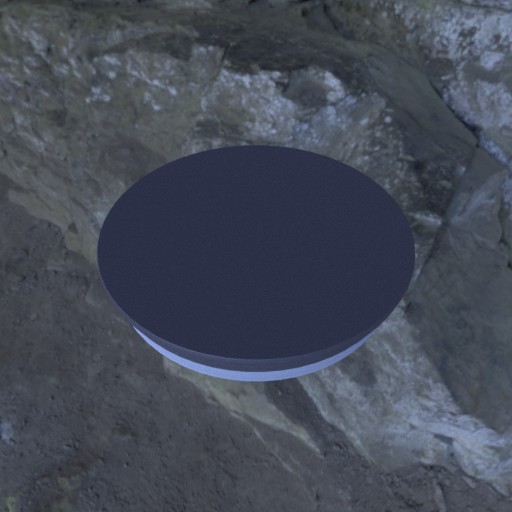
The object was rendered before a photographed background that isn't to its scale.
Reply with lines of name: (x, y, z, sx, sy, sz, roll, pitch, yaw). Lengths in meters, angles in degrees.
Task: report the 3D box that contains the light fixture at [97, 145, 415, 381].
light fixture: (0.000, 0.000, 0.561, 0.368, 0.100, 0.368, 0, 45, 0)
